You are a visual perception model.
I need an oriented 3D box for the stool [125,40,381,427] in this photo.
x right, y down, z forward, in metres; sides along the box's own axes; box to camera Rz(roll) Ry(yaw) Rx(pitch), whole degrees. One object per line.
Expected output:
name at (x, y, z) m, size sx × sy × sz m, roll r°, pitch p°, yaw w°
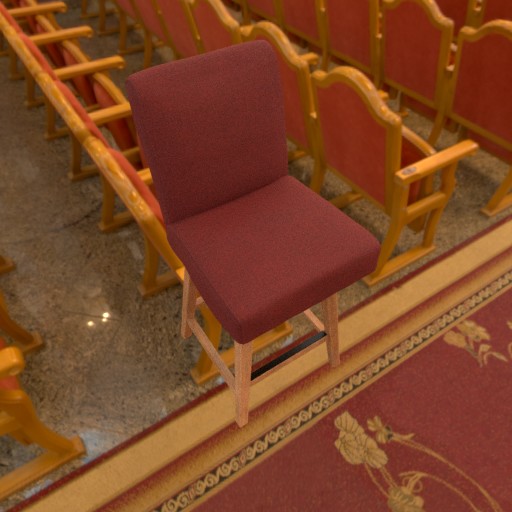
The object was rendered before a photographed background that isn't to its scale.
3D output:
stool at (0.000, 0.000, 1.351) m, size 0.468 × 1.038 × 0.562 m, roll -26°, pitch 53°, yaw -22°
